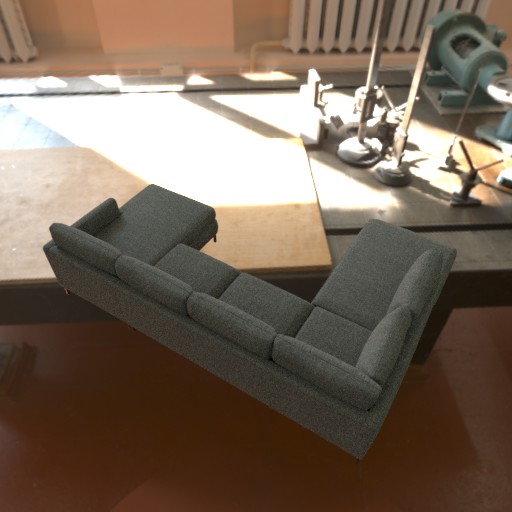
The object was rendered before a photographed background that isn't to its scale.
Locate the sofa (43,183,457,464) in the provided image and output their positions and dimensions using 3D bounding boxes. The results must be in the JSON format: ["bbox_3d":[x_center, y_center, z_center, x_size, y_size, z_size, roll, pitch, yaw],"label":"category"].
[{"bbox_3d":[0.000,0.000,3.556,2.737,0.756,1.879,24,50,22],"label":"sofa"}]
